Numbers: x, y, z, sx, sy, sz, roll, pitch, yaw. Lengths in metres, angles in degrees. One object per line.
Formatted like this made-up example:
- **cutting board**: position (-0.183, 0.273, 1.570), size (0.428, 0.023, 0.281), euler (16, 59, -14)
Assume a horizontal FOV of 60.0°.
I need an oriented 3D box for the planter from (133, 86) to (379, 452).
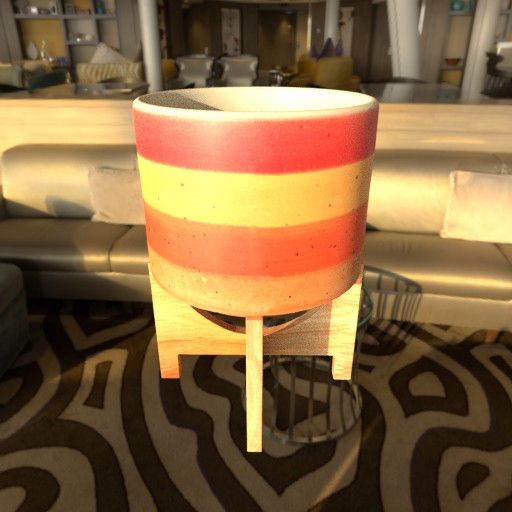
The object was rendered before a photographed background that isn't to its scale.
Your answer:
- **planter**: position (0.000, 0.000, 0.556), size (0.269, 0.379, 0.269), euler (0, 25, 0)
